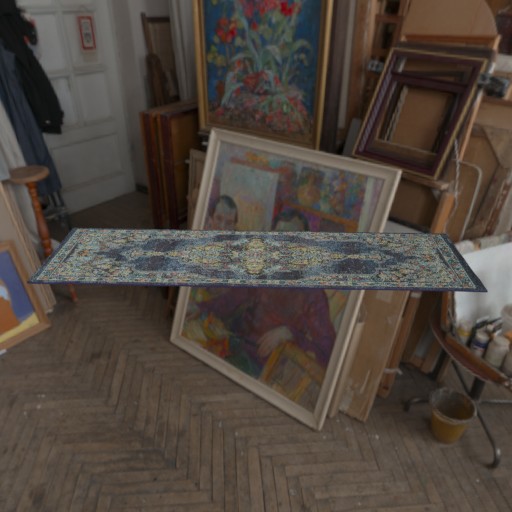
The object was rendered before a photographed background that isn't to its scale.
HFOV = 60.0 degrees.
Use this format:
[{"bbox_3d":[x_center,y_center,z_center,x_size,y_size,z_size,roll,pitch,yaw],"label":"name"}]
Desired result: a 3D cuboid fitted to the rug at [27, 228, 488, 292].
[{"bbox_3d":[0.000,0.000,2.445,2.283,0.016,0.602,1,31,2],"label":"rug"}]
